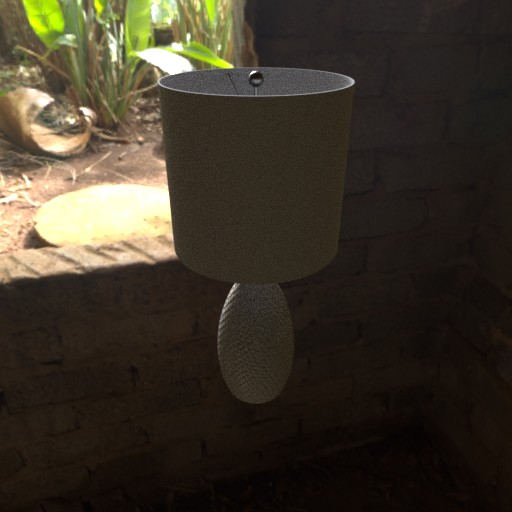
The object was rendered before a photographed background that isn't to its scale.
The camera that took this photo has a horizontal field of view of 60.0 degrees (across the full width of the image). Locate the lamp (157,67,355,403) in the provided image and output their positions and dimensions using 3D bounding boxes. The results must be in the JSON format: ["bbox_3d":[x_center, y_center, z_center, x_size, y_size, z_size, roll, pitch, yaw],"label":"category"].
[{"bbox_3d":[0.000,0.000,0.601,0.214,0.466,0.214,22,36,34],"label":"lamp"}]
